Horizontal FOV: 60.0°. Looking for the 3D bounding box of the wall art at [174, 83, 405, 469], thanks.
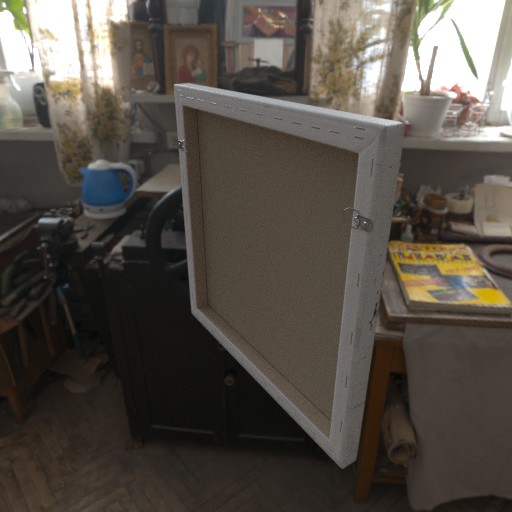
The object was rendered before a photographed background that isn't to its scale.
[{"bbox_3d":[0.000,0.000,0.903,0.040,0.611,0.610,-17,31,-30],"label":"wall art"}]
